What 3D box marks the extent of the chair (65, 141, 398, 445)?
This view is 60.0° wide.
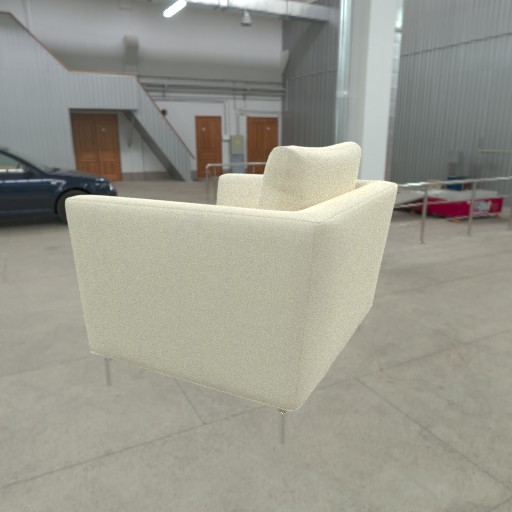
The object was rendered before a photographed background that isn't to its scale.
[{"bbox_3d":[0.000,0.000,1.741,0.889,0.865,1.041,8,17,26],"label":"chair"}]
